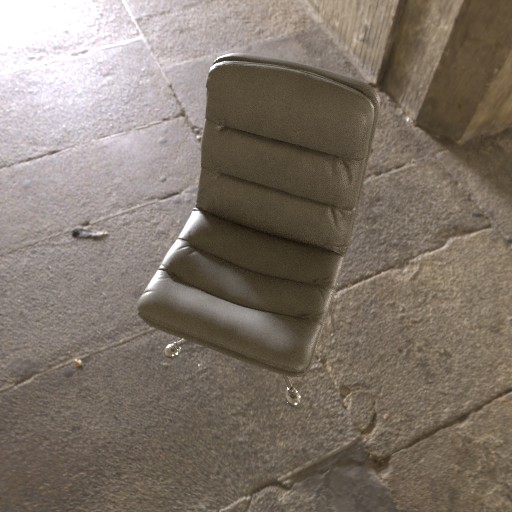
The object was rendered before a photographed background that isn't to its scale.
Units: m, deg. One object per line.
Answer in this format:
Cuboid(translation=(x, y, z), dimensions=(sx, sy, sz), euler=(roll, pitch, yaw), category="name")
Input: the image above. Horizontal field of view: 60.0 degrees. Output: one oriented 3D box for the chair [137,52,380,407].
Cuboid(translation=(0.000, 0.000, 1.059), dimensions=(0.422, 0.738, 0.485), euler=(18, 61, 10), category="chair")
